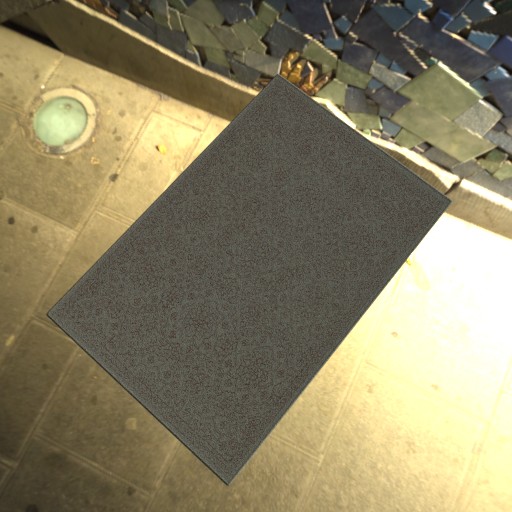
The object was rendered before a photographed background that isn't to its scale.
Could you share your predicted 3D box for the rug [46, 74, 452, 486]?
[{"bbox_3d":[0.000,0.000,2.299,1.219,0.010,1.829,39,79,9],"label":"rug"}]
